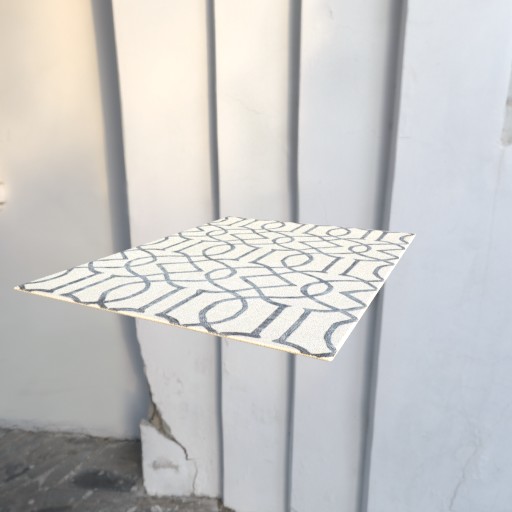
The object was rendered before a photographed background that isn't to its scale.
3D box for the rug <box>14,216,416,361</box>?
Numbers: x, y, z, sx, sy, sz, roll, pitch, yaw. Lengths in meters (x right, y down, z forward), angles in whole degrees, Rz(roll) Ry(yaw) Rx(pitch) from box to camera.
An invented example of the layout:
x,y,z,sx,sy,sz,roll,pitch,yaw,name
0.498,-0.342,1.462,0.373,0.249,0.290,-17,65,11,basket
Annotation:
x,y,z,sx,sy,sz,roll,pitch,yaw,name
0.000,0.000,3.758,2.211,0.021,2.910,8,17,25,rug
